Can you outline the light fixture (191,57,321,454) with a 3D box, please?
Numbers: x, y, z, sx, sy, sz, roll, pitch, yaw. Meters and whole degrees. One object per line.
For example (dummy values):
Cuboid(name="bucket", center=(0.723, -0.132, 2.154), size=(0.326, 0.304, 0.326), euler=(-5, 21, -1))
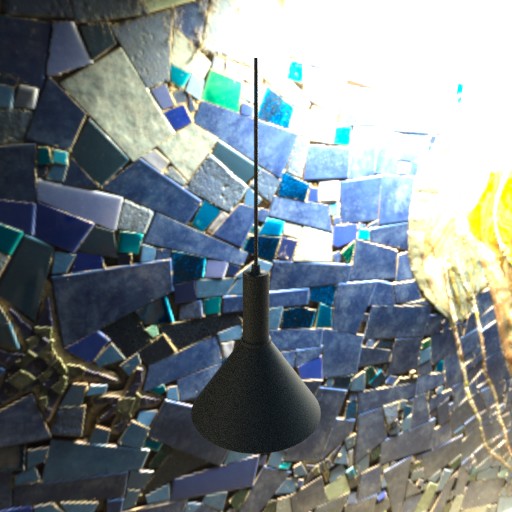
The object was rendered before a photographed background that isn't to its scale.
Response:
Cuboid(name="light fixture", center=(0.000, 0.000, 0.828), size=(0.267, 0.683, 0.267), euler=(-3, 17, -10))
